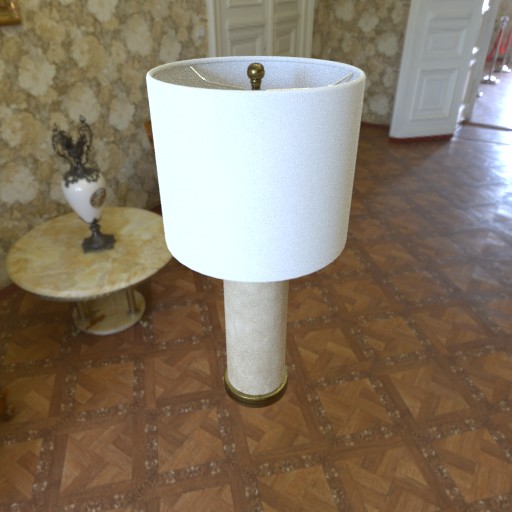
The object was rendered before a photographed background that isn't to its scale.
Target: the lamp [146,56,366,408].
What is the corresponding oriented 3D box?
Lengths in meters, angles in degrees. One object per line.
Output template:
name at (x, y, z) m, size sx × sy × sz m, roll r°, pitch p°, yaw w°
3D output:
lamp at (0.000, 0.000, 0.786) m, size 0.305 × 0.634 × 0.305 m, roll -7°, pitch 32°, yaw -12°
